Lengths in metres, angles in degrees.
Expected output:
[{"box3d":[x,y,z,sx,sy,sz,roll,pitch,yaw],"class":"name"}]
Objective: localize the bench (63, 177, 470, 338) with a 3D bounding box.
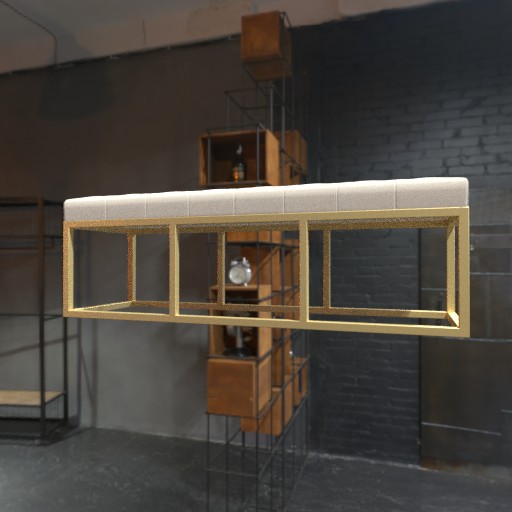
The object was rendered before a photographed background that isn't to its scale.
[{"box3d":[0.000,0.000,1.742,1.473,0.484,0.457,0,-1,19],"class":"bench"}]
